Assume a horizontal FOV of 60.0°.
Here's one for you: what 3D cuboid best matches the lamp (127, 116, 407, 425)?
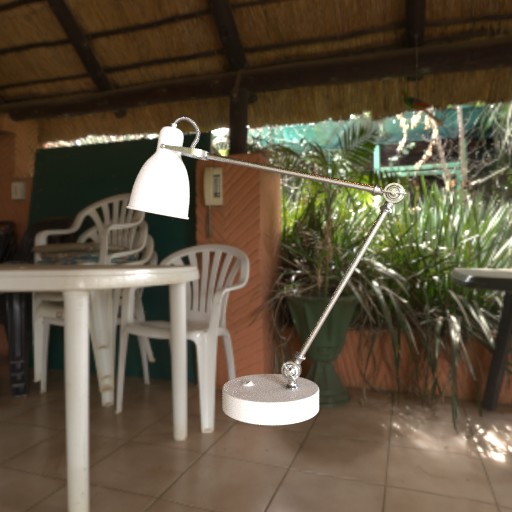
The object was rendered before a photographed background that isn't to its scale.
[{"bbox_3d":[0.000,0.000,0.870,0.561,0.587,0.187,0,0,18],"label":"lamp"}]
